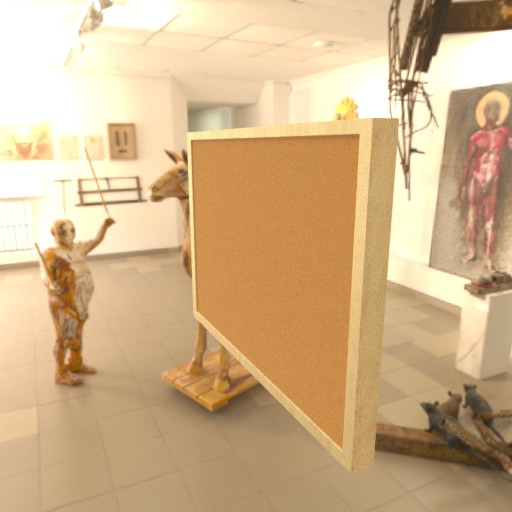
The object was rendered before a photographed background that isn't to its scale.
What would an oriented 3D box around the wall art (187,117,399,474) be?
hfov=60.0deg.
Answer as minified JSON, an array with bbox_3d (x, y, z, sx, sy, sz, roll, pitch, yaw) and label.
[{"bbox_3d":[0.000,0.000,0.685,0.032,0.380,0.532,-7,16,-26],"label":"wall art"}]
